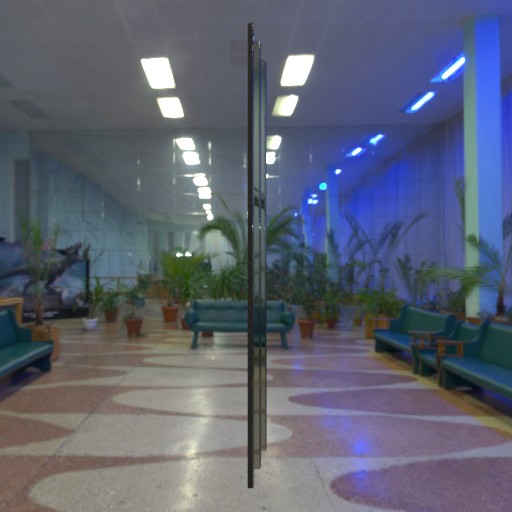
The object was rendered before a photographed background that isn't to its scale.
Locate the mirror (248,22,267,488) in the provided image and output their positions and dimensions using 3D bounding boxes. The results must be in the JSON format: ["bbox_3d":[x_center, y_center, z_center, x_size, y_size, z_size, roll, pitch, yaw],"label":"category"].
[{"bbox_3d":[0.000,0.000,1.174,0.039,0.914,0.613,0,-1,-1],"label":"mirror"}]
